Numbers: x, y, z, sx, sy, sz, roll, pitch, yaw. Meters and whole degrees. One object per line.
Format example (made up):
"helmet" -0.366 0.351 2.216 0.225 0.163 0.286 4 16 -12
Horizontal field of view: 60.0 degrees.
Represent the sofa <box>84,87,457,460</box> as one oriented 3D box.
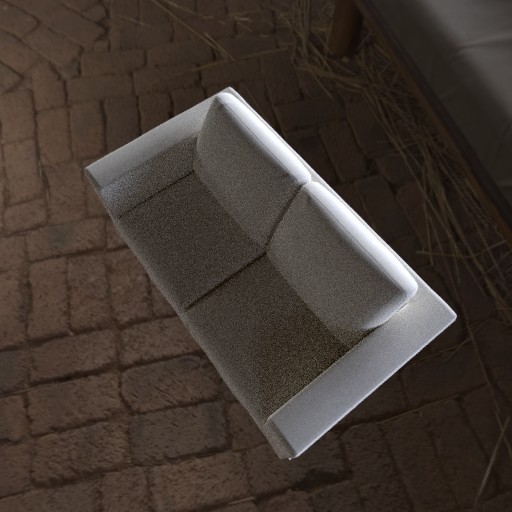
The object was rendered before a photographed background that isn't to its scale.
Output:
"sofa" 0.000 0.000 2.402 1.009 0.932 1.813 -35 70 -15
